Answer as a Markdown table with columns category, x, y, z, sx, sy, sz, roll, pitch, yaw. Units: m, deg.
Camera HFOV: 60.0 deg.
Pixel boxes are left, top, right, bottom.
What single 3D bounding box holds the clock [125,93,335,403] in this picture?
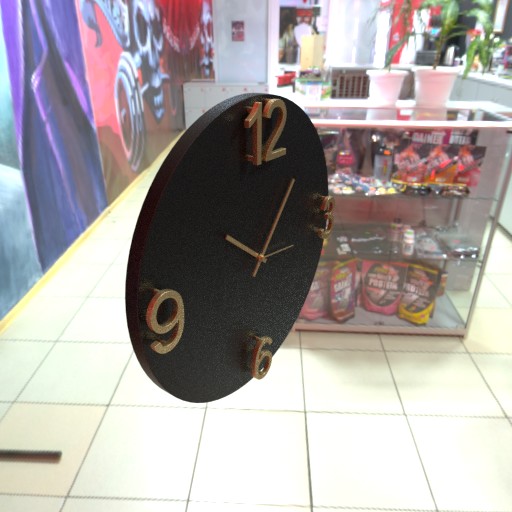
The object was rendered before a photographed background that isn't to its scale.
| category | x | y | z | sx | sy | sz | roll | pitch | yaw |
| --- | --- | --- | --- | --- | --- | --- | --- | --- | --- |
| clock | 0.000 | 0.000 | 0.658 | 0.038 | 0.454 | 0.454 | 18 | 32 | 31 |
